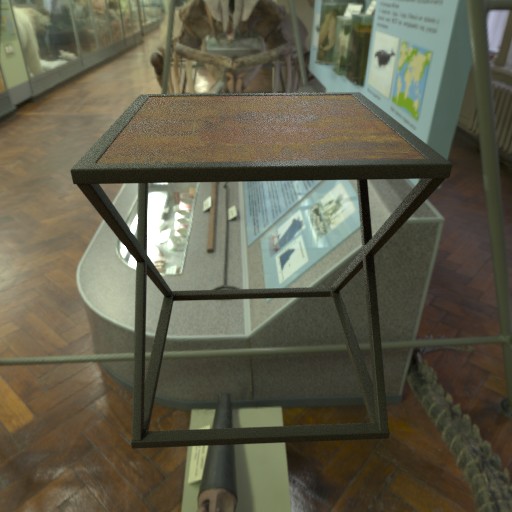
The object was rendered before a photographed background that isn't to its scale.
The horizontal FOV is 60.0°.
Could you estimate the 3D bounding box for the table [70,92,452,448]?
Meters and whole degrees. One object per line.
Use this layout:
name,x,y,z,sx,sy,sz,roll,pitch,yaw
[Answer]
table,0.000,0.000,0.935,0.500,0.565,0.500,-1,31,-2
